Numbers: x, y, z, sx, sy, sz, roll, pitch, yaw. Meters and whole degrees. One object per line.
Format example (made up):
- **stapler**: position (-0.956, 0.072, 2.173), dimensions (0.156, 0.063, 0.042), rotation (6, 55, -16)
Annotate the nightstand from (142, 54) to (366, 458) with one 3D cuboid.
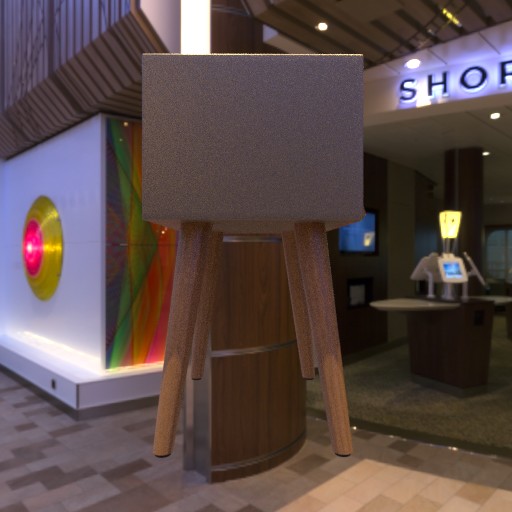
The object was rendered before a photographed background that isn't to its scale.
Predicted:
- **nightstand**: position (0.000, 0.000, 0.740), dimensions (0.288, 0.508, 0.370), rotation (0, 0, 0)
